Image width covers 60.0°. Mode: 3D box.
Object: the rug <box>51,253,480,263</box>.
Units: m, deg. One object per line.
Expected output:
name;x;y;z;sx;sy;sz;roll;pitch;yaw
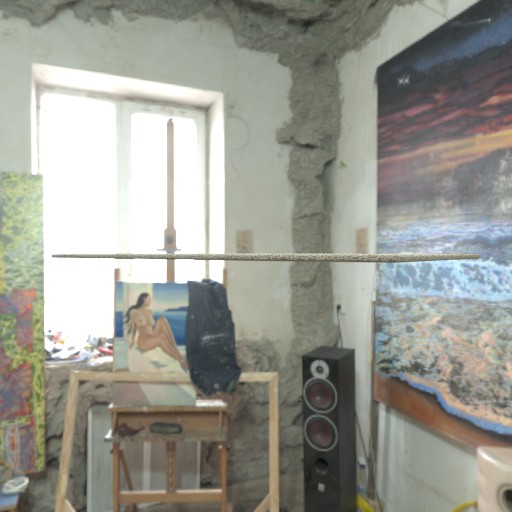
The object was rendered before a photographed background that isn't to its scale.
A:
rug;0.000;0.000;2.948;2.438;0.030;1.524;0;1;37
